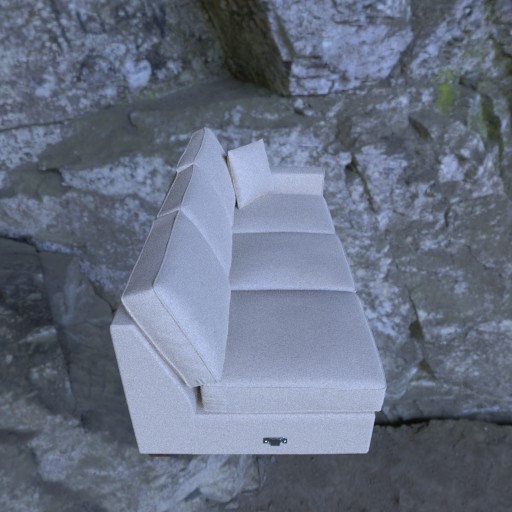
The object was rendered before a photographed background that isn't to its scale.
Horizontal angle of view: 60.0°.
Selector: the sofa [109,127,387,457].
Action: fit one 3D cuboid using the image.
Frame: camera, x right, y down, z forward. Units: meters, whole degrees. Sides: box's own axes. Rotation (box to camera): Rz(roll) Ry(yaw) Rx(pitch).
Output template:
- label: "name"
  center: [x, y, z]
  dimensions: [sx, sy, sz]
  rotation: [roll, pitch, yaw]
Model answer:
- label: "sofa"
  center: [0.000, 0.000, 2.504]
  dimensions: [1.034, 0.946, 1.963]
  rotation: [0, 31, 0]
